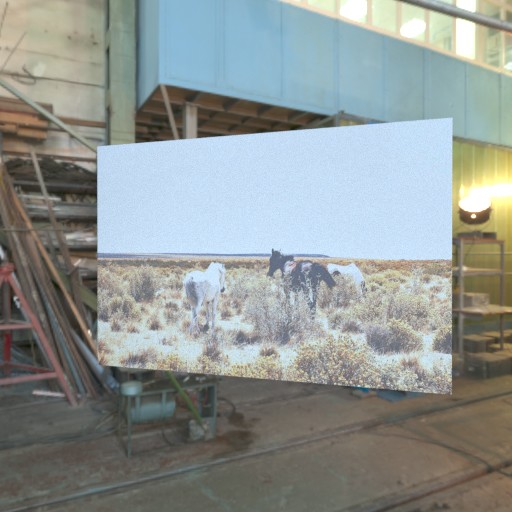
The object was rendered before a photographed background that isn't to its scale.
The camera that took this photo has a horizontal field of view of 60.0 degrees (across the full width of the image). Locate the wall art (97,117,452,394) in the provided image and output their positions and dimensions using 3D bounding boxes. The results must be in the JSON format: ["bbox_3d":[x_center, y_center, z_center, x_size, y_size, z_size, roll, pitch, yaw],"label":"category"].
[{"bbox_3d":[0.000,0.000,1.404,1.138,0.761,0.051,0,0,17],"label":"wall art"}]
